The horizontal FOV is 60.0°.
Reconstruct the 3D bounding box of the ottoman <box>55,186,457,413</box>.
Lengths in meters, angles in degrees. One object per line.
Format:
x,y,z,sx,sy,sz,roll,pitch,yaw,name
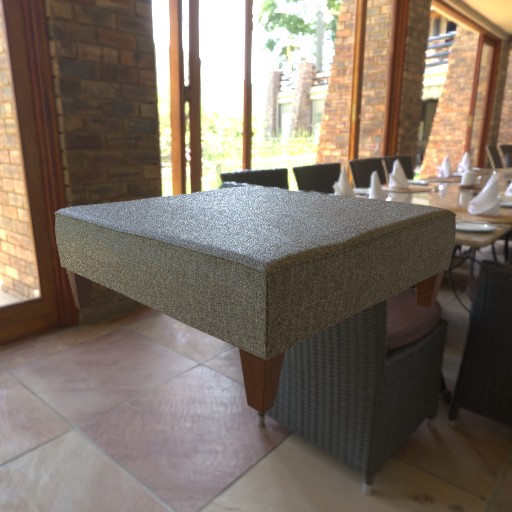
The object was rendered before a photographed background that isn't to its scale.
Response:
0.000,0.000,1.550,1.016,0.379,0.981,14,20,42,ottoman
